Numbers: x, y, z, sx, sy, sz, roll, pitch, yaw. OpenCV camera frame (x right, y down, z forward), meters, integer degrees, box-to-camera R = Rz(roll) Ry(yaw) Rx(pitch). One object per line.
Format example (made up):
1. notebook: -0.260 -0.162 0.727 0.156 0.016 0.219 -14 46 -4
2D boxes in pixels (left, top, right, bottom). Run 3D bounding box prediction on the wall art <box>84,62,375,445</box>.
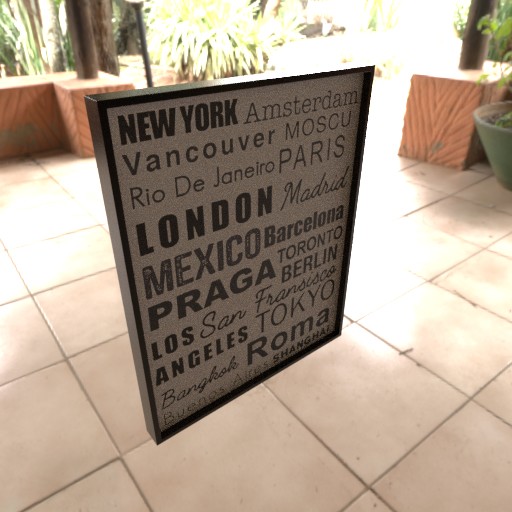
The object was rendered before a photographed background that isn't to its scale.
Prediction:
1. wall art: 0.000 0.000 0.728 0.448 0.551 0.038 -22 37 -32
